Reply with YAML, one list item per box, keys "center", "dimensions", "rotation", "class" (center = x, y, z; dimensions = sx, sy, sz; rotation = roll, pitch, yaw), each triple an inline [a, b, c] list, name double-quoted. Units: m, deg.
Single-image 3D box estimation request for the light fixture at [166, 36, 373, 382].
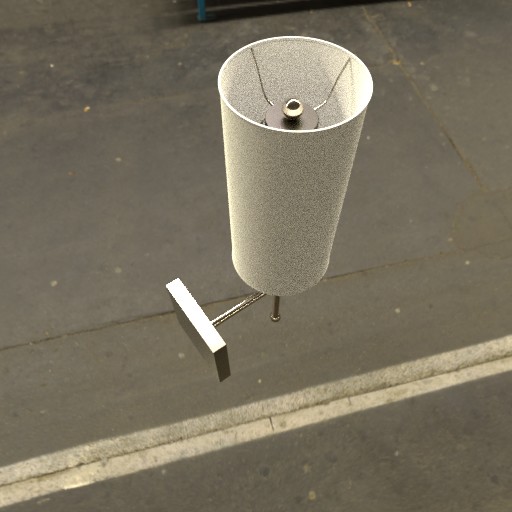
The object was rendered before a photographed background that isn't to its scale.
- center: [0.000, 0.000, 0.548]
  dimensions: [0.208, 0.462, 0.128]
  rotation: [-31, 62, -19]
  class: "light fixture"
